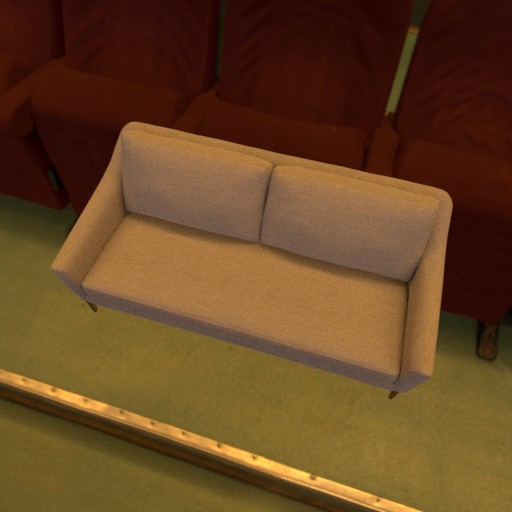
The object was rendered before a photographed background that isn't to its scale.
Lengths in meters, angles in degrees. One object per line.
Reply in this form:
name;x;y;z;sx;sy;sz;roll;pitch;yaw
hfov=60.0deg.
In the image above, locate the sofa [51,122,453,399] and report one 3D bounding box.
sofa;0.000;0.000;2.588;2.036;0.913;0.980;15;60;9
